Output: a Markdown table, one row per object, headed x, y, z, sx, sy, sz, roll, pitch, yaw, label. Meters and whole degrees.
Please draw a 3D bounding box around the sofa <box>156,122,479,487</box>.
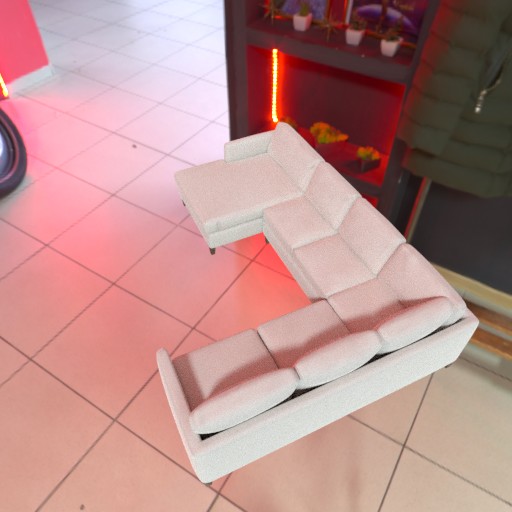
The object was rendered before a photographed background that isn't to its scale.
| x | y | z | sx | sy | sz | roll | pitch | yaw | label |
| --- | --- | --- | --- | --- | --- | --- | --- | --- | --- |
| 0.000 | 0.000 | 4.564 | 2.593 | 0.956 | 3.459 | -19 | 50 | -17 | sofa |
